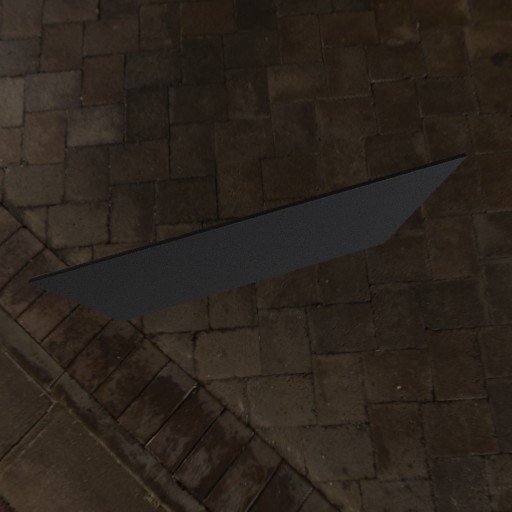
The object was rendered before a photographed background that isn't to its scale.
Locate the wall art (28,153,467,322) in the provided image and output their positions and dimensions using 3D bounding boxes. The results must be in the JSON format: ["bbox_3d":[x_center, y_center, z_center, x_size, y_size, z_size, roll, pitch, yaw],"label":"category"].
[{"bbox_3d":[0.000,0.000,1.544,1.192,0.811,0.013,-16,75,-4],"label":"wall art"}]
